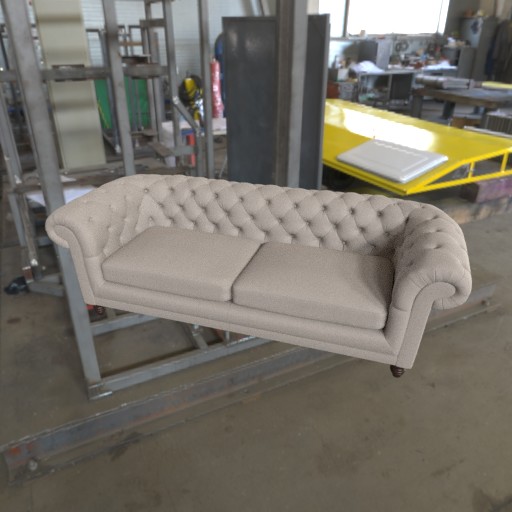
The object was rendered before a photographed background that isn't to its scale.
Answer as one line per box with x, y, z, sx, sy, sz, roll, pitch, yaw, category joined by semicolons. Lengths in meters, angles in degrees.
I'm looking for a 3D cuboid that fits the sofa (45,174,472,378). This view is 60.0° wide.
0.000;0.000;2.858;2.411;0.749;0.991;8;29;16;sofa
